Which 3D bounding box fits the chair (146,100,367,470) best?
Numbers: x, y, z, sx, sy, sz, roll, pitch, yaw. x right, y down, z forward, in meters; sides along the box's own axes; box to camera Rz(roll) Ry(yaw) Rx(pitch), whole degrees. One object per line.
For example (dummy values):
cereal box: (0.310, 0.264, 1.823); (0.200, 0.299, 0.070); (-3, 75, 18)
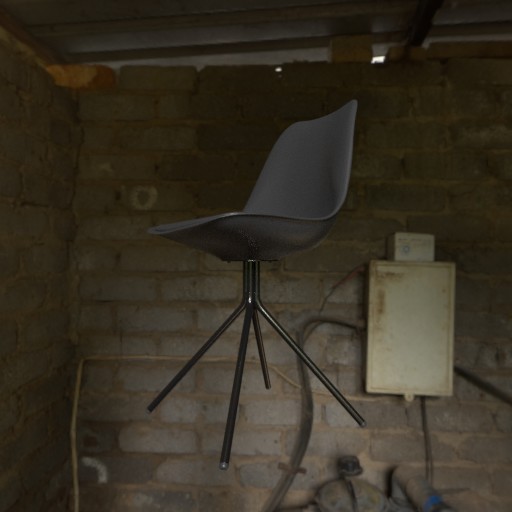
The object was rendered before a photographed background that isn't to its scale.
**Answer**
chair: (0.000, 0.000, 1.161); (0.525, 0.850, 0.461); (1, -1, -35)
